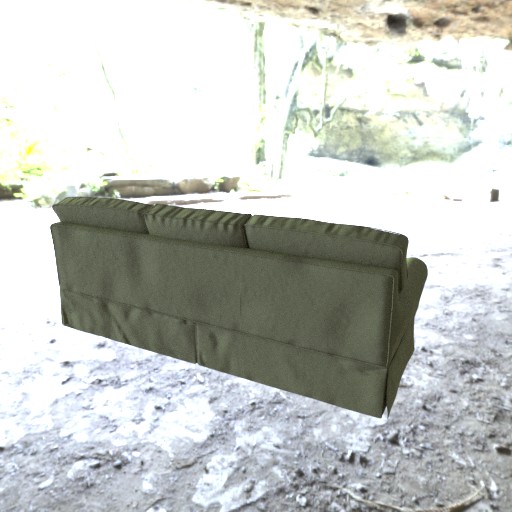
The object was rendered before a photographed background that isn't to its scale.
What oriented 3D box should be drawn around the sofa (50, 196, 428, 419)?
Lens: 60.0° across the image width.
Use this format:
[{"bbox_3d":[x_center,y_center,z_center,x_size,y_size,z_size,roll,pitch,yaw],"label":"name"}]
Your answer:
[{"bbox_3d":[0.000,0.000,3.383,2.475,0.978,1.733,9,19,26],"label":"sofa"}]
